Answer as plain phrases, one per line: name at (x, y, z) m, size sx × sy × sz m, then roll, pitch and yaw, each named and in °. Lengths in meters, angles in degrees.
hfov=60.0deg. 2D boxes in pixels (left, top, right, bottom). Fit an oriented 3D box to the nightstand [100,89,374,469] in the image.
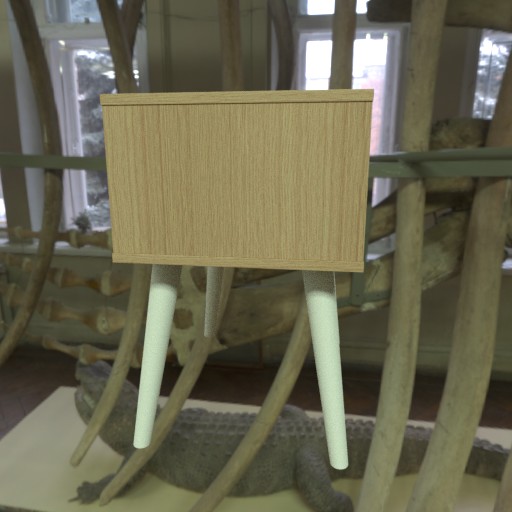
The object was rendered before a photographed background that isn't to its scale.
nightstand at (0.000, 0.000, 0.966) m, size 0.407 × 0.610 × 0.571 m, roll 2°, pitch 14°, yaw 8°
